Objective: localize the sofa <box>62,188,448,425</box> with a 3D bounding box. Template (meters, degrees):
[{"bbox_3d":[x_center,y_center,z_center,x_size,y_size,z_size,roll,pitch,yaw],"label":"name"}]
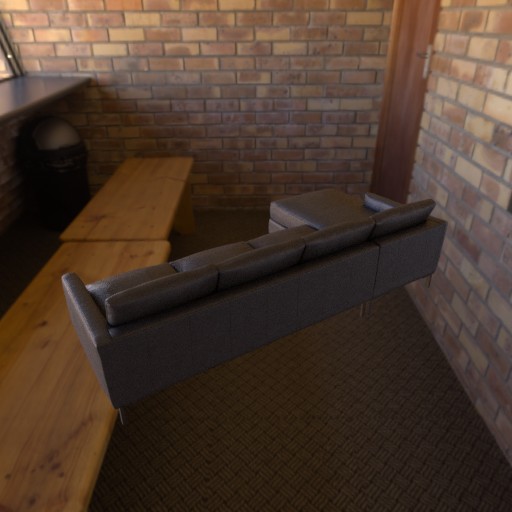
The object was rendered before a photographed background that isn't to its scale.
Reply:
[{"bbox_3d":[0.000,0.000,3.708,2.993,0.859,1.471,-17,33,-29],"label":"sofa"}]
